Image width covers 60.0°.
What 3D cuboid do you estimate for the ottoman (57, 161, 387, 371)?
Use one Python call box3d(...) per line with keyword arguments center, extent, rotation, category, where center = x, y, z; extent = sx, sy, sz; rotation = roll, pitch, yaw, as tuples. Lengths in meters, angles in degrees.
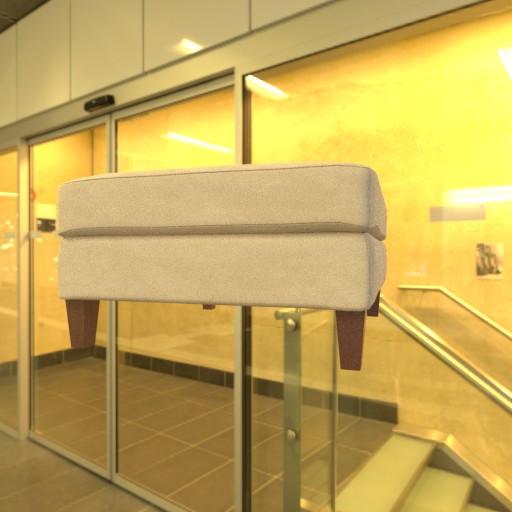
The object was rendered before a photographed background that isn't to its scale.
box3d(center=(0.000, 0.000, 1.506), extent=(0.836, 0.492, 1.002), rotation=(0, 0, 18), category="ottoman")
